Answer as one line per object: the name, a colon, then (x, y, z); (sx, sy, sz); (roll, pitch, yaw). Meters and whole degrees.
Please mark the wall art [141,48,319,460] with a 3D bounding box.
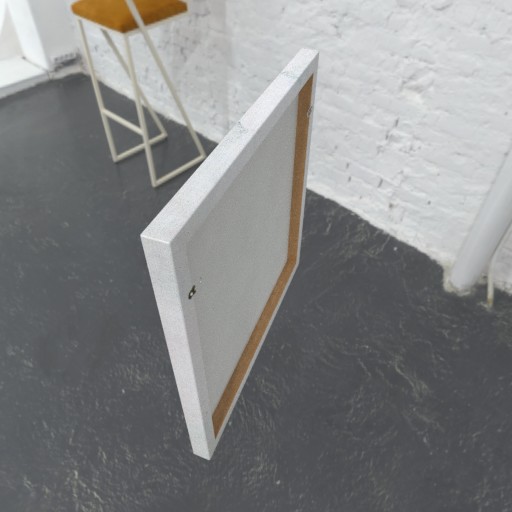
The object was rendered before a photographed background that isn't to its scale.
wall art: (0.000, 0.000, 0.907); (0.040, 0.612, 0.612); (15, 47, 15)
